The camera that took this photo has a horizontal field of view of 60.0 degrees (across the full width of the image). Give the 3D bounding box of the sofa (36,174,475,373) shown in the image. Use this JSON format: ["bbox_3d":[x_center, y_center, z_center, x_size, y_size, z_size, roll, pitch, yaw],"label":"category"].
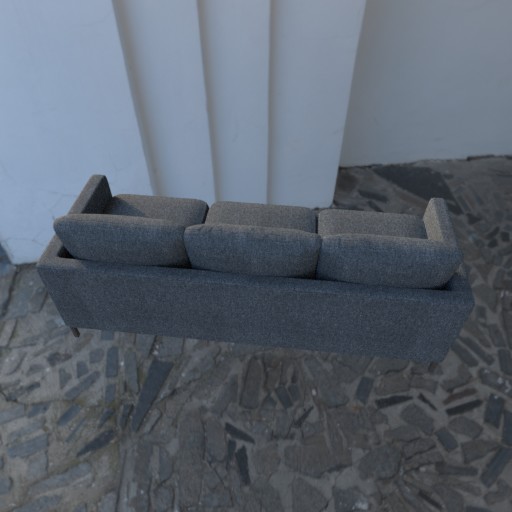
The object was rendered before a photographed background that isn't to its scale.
[{"bbox_3d":[0.000,0.000,2.647,2.218,0.874,0.859,5,46,4],"label":"sofa"}]
